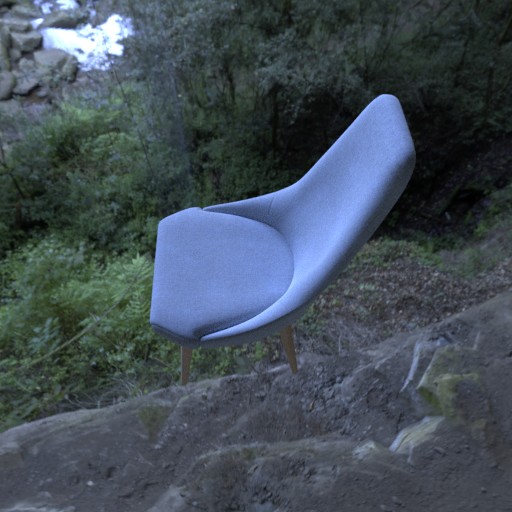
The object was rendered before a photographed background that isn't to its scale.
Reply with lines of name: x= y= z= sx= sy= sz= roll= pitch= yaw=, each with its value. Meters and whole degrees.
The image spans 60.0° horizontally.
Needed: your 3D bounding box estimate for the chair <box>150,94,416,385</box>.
chair: x=0.000 y=0.000 z=1.387 sx=0.660 sy=1.040 sz=0.510 roll=-2 pitch=58 yaw=-1
